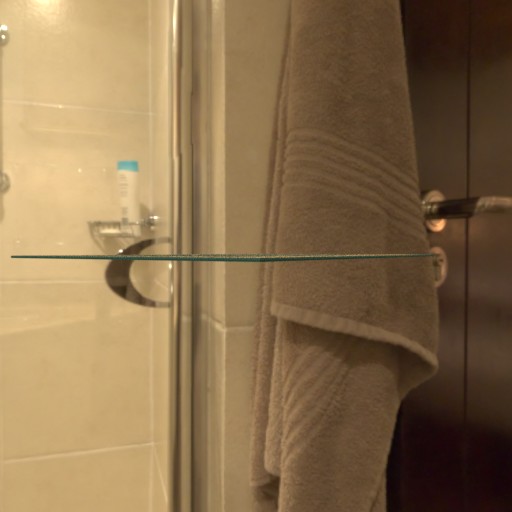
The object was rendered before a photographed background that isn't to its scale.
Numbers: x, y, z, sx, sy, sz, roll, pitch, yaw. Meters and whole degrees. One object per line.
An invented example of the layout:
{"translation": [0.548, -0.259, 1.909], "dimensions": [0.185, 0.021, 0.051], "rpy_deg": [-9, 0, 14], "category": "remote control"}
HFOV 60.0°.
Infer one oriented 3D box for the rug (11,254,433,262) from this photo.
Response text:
{"translation": [0.000, 0.000, 2.774], "dimensions": [1.594, 0.013, 2.213], "rpy_deg": [0, 1, 35], "category": "rug"}
